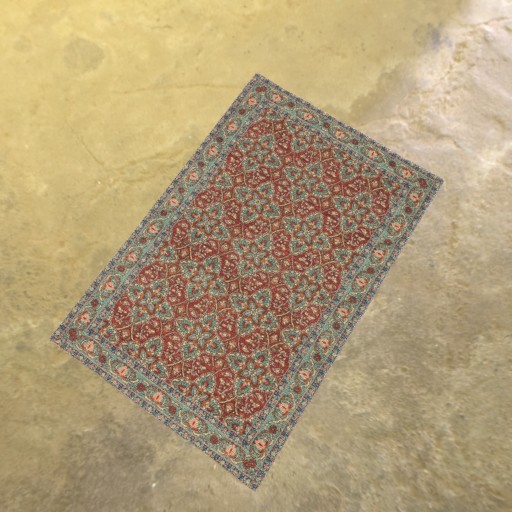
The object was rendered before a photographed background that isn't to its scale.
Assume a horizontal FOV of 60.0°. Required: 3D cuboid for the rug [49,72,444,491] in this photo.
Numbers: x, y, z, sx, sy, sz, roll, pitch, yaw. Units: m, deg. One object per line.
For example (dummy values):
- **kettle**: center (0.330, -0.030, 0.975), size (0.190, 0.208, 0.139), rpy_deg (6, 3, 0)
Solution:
- **rug**: center (0.000, 0.000, 2.271), size (1.219, 0.009, 1.829), rpy_deg (33, 77, 8)
